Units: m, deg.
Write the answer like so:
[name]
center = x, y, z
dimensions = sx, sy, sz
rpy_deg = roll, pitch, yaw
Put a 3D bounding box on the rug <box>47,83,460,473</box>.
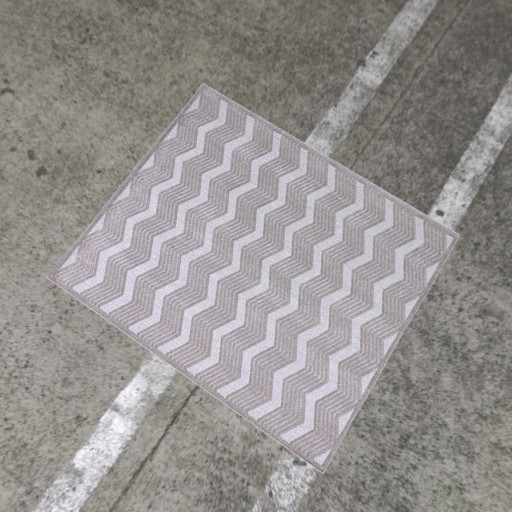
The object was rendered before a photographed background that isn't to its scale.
[rug]
center = 0.000, 0.000, 3.981
dimensions = 2.880, 0.005, 2.391
rpy_deg = 33, 78, 8
